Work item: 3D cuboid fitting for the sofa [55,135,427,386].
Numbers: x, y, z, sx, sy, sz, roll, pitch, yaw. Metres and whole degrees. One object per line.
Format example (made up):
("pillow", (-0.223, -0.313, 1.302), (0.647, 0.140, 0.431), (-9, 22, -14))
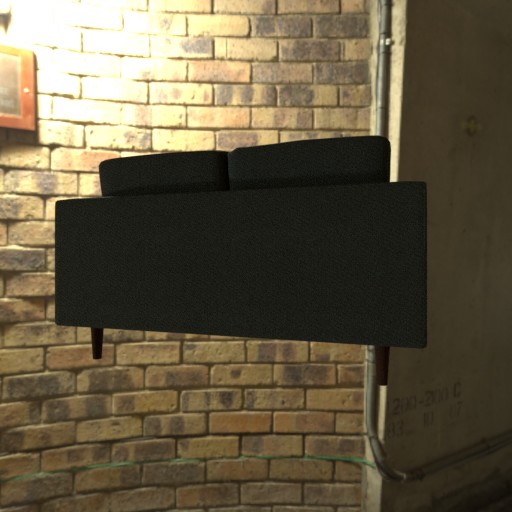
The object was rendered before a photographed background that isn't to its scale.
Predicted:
("sofa", (0.000, 0.000, 2.155), (1.518, 0.930, 0.999), (0, 0, 19))
